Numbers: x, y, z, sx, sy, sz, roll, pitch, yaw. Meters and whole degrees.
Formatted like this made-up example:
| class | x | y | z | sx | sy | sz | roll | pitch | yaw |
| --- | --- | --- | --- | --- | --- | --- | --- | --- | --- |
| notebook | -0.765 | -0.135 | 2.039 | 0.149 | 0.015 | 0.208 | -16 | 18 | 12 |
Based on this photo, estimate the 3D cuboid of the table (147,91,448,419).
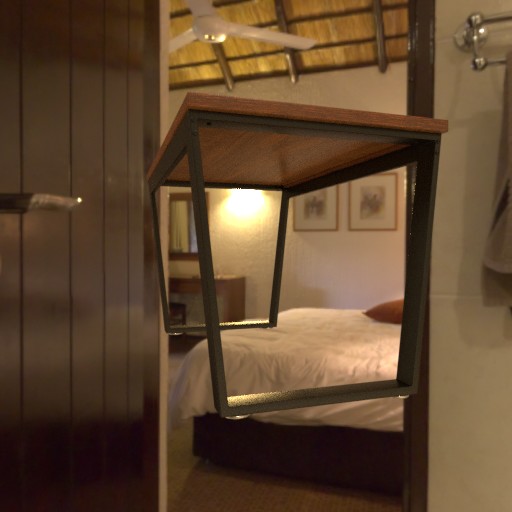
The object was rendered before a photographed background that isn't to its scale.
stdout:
| class | x | y | z | sx | sy | sz | roll | pitch | yaw |
| --- | --- | --- | --- | --- | --- | --- | --- | --- | --- |
| table | 0.000 | 0.000 | 1.679 | 0.714 | 0.760 | 1.205 | 0 | 1 | -18 |
